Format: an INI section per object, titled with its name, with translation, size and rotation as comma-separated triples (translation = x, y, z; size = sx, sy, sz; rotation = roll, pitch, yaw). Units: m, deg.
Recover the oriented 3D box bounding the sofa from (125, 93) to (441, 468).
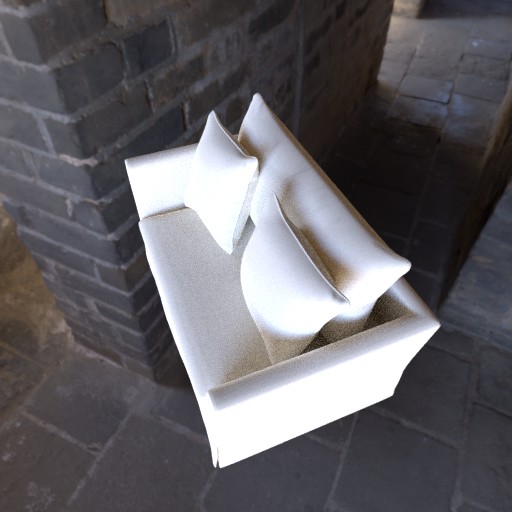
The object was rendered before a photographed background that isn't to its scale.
[sofa]
translation = 0.000, 0.000, 2.304
size = 1.026, 1.039, 1.608
rotation = -17, 50, -15
